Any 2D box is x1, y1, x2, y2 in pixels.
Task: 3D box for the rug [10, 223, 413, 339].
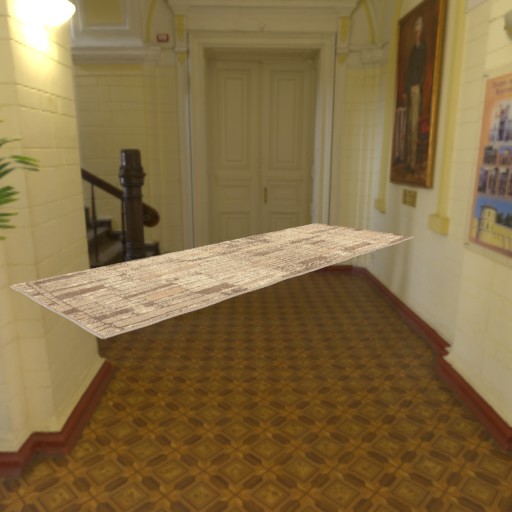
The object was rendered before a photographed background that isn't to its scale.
[{"bbox_3d":[0.000,0.000,2.581,0.857,0.018,2.383,12,18,42],"label":"rug"}]
